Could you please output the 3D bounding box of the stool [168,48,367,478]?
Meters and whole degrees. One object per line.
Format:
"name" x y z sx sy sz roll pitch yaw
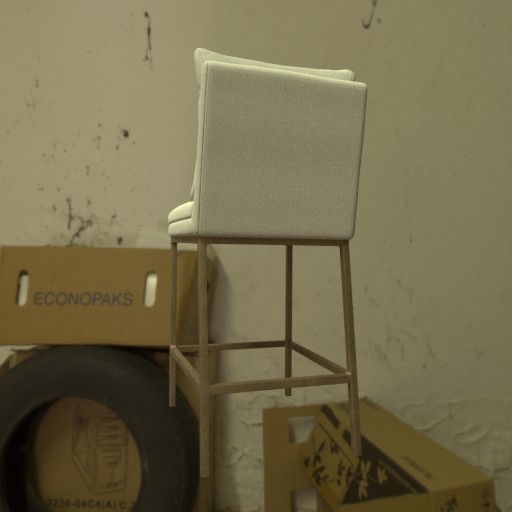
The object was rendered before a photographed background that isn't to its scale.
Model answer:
"stool" 0.000 0.000 1.337 0.463 1.032 0.572 0 0 -18
